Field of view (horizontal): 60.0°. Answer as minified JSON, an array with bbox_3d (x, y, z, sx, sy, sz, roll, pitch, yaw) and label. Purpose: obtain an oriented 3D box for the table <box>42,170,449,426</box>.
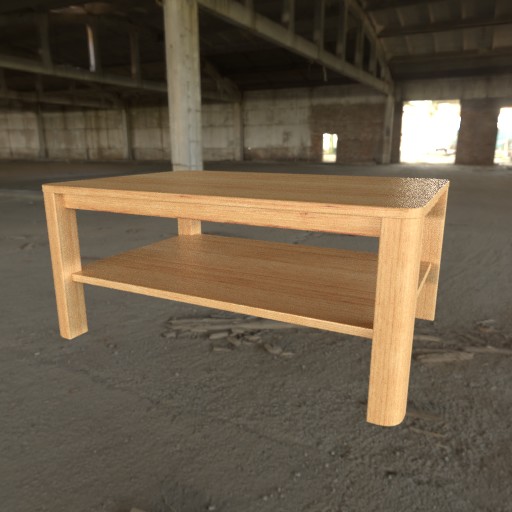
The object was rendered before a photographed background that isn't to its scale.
[{"bbox_3d":[0.000,0.000,1.344,0.997,0.445,0.696,7,16,26],"label":"table"}]
